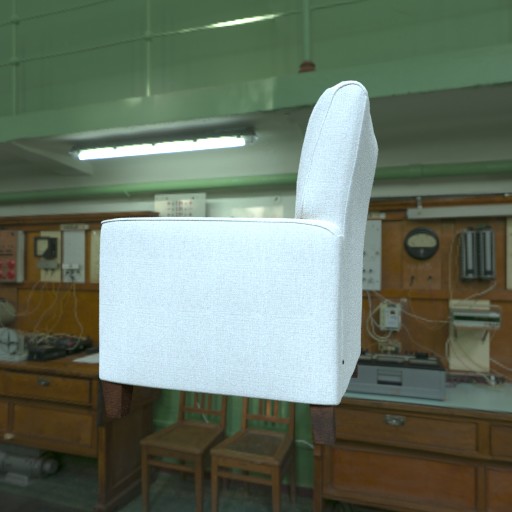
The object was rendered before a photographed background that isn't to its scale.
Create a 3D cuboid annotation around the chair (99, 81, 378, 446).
[{"bbox_3d":[0.000,0.000,1.654,0.858,1.028,0.841,0,0,18],"label":"chair"}]
